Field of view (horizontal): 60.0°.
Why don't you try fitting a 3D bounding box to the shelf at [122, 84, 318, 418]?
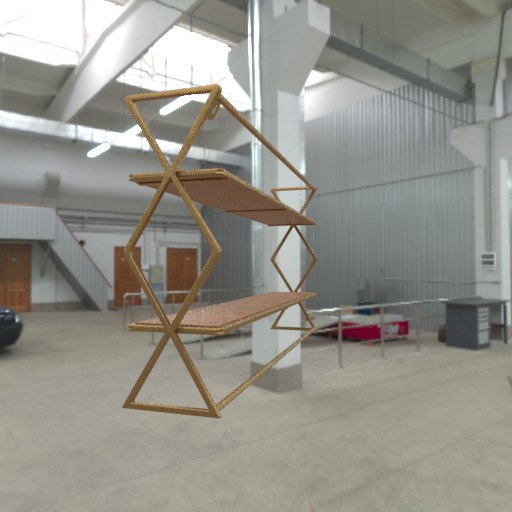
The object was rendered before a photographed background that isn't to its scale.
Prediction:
[{"bbox_3d":[0.000,0.000,1.009,0.150,0.450,0.822,0,-1,17],"label":"shelf"}]
